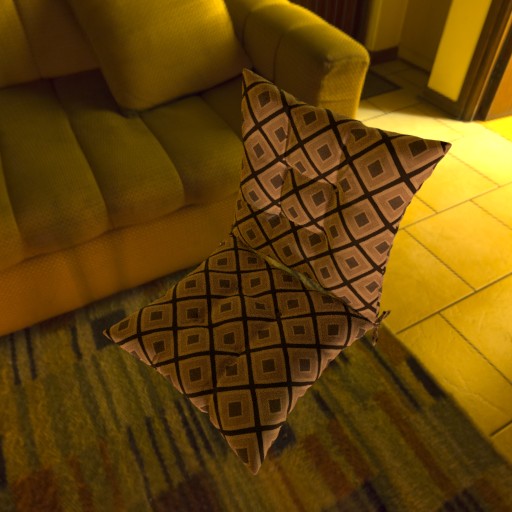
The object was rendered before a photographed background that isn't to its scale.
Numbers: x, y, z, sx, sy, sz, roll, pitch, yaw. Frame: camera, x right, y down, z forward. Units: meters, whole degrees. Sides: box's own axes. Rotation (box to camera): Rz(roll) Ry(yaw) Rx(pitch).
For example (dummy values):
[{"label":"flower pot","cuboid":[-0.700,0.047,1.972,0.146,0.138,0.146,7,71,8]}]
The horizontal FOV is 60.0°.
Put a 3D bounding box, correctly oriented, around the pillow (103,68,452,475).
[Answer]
[{"label":"pillow","cuboid":[0.000,0.000,0.972,0.541,0.536,0.585,32,54,27]}]
